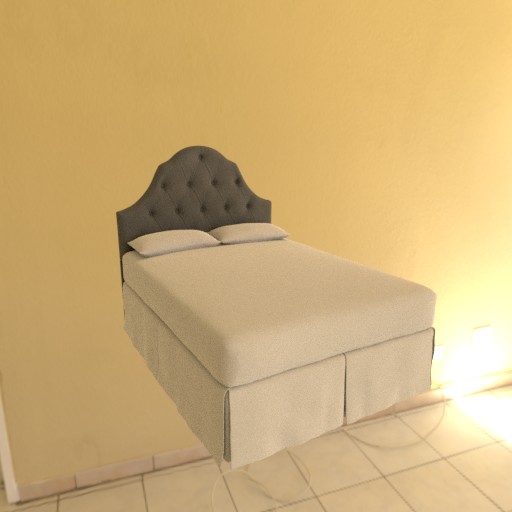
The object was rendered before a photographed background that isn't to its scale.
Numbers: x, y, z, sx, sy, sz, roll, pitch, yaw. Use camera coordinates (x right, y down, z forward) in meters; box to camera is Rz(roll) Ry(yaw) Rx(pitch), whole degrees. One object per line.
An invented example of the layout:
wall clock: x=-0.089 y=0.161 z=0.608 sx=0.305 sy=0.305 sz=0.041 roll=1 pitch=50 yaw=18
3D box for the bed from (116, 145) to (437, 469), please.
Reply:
bed: x=0.000 y=0.000 z=3.311 sx=1.636 sy=1.575 sz=2.155 roll=-8 pitch=17 yaw=-29
